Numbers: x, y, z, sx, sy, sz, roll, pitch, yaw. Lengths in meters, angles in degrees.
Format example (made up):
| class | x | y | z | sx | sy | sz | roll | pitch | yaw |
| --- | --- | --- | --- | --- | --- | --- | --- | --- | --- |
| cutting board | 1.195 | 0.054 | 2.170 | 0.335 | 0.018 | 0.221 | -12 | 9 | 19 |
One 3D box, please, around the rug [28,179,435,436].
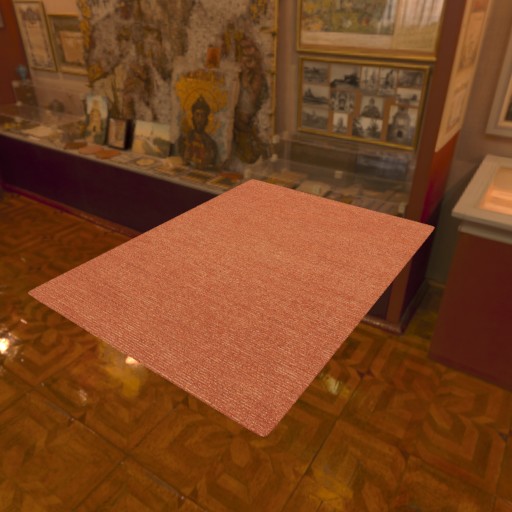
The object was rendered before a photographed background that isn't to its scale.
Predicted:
| class | x | y | z | sx | sy | sz | roll | pitch | yaw |
| --- | --- | --- | --- | --- | --- | --- | --- | --- | --- |
| rug | 0.000 | 0.000 | 2.771 | 1.594 | 0.009 | 2.112 | 20 | 36 | 30 |
